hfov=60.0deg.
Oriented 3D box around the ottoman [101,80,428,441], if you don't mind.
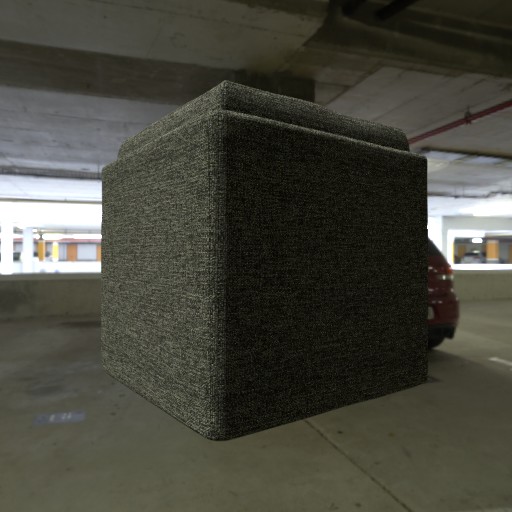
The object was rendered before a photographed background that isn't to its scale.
[{"bbox_3d":[0.000,0.000,0.825,0.450,0.463,0.450,0,0,-36],"label":"ottoman"}]
